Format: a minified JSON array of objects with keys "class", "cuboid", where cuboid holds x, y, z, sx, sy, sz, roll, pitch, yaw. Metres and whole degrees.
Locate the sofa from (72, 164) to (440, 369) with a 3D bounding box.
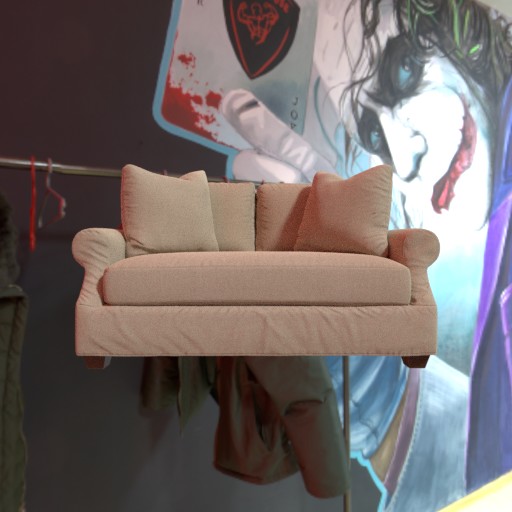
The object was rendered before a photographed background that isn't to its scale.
[{"class":"sofa","cuboid":[0.000,0.000,2.236,1.550,0.905,1.070,0,0,0]}]
